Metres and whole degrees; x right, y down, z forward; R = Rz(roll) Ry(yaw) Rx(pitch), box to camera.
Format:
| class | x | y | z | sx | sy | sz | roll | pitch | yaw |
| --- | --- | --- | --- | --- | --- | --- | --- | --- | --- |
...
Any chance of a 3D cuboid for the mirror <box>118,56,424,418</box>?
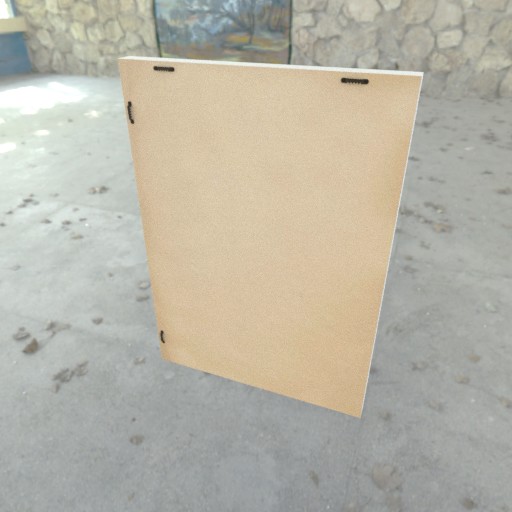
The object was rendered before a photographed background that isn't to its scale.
| class | x | y | z | sx | sy | sz | roll | pitch | yaw |
| --- | --- | --- | --- | --- | --- | --- | --- | --- | --- |
| mirror | 0.000 | 0.000 | 0.889 | 0.507 | 0.710 | 0.039 | 11 | 33 | 18 |
